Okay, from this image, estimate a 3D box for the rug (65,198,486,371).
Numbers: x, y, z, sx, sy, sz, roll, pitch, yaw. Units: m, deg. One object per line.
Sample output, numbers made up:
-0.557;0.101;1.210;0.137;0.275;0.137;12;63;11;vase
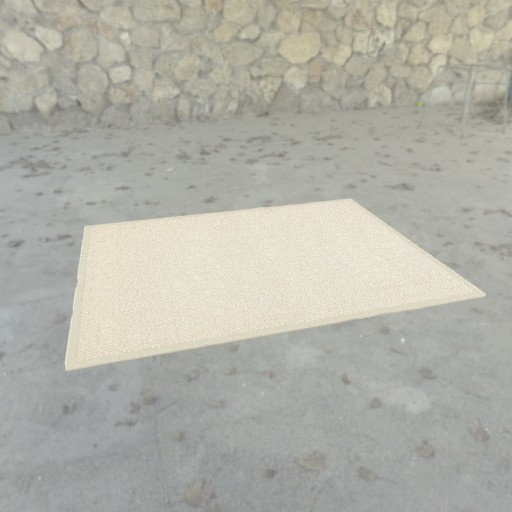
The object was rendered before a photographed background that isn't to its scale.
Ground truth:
0.000;0.000;4.801;3.659;0.037;2.734;-7;28;-14;rug
